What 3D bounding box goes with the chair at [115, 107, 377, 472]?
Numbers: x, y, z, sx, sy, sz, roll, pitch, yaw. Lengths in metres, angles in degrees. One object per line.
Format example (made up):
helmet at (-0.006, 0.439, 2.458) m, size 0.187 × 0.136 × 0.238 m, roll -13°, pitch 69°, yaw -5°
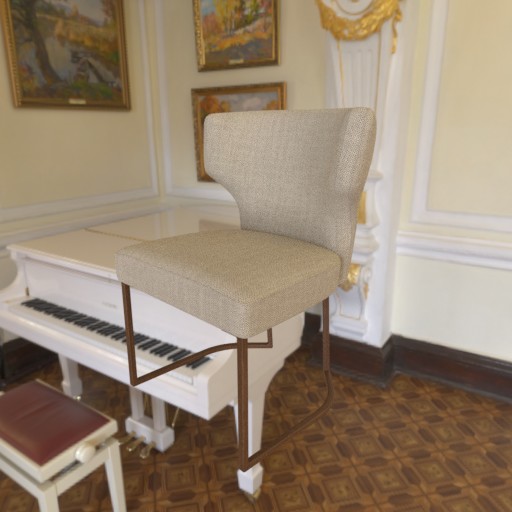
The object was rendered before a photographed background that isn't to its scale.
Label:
chair at (0.000, 0.000, 1.284) m, size 0.617 × 0.824 × 0.611 m, roll -15°, pitch 22°, yaw -42°
